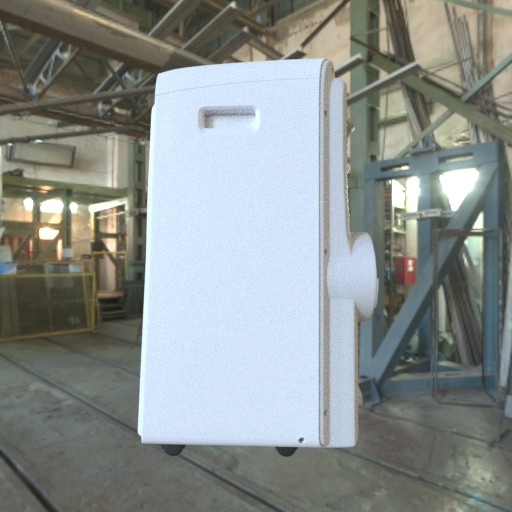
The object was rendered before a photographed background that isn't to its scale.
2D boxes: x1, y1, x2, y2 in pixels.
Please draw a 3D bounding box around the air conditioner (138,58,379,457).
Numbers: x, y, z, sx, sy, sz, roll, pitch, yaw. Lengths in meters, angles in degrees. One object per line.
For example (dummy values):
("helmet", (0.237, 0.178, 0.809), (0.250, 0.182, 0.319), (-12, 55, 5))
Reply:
("air conditioner", (0.000, 0.000, 1.032), (0.467, 0.765, 0.478), (0, 0, 1))
